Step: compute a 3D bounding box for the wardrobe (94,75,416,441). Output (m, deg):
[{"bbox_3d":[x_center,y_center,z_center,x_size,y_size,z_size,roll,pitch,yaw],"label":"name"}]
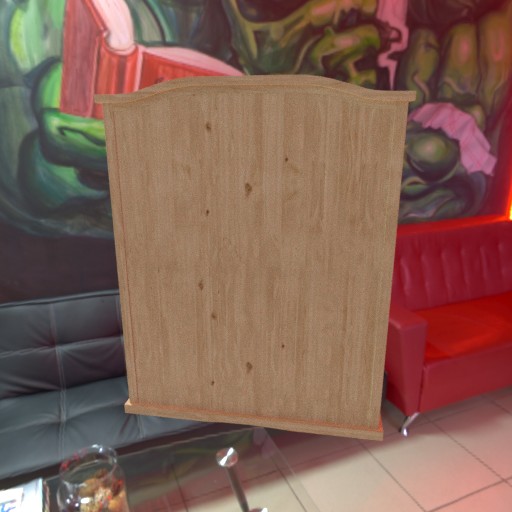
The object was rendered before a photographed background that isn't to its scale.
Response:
[{"bbox_3d":[0.000,0.000,2.543,1.500,1.870,0.570,3,17,9],"label":"wardrobe"}]
